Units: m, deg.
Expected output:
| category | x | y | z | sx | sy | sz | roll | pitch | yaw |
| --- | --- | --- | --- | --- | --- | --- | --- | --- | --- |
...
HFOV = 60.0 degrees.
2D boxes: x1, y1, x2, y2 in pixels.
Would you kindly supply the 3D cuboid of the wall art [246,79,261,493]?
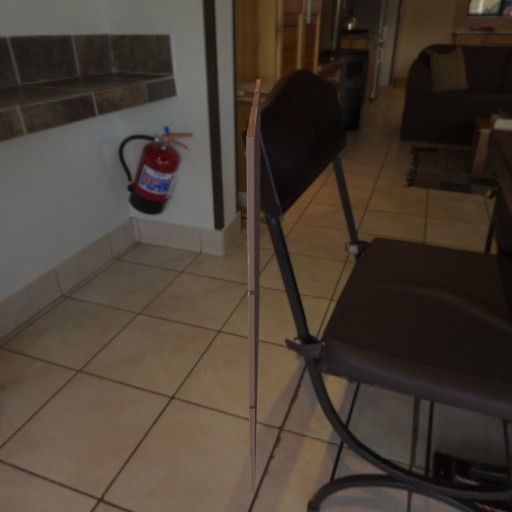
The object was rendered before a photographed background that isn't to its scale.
| category | x | y | z | sx | sy | sz | roll | pitch | yaw |
| --- | --- | --- | --- | --- | --- | --- | --- | --- | --- |
| wall art | 0.000 | 0.000 | 1.350 | 0.013 | 0.914 | 0.915 | 1 | 27 | 1 |
